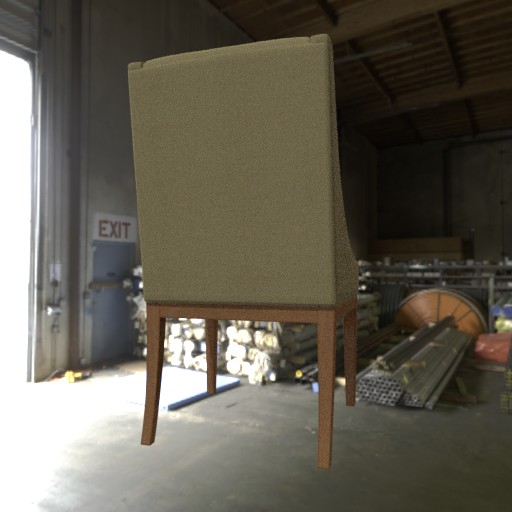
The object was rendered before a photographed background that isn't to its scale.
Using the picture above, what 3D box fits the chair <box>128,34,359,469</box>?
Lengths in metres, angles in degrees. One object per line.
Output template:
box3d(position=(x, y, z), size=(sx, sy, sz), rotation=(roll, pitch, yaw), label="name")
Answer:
box3d(position=(0.000, 0.000, 1.356), size=(0.575, 1.021, 0.611), rotation=(0, -1, 17), label="chair")
